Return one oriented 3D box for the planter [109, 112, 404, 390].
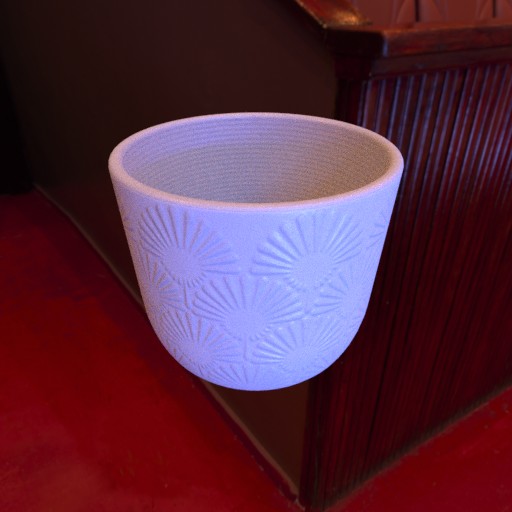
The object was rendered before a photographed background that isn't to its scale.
[{"bbox_3d":[0.000,0.000,0.303,0.170,0.152,0.170,0,32,0],"label":"planter"}]
